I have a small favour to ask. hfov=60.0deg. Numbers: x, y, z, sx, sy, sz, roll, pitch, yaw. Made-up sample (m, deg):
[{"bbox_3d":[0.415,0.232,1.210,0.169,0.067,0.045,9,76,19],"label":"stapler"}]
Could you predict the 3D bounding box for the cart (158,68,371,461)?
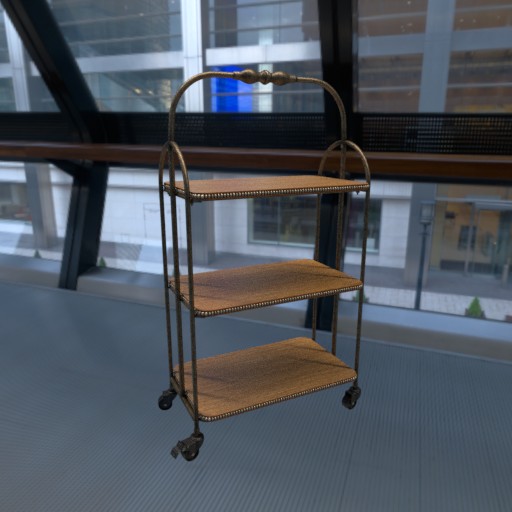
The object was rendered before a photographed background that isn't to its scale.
[{"bbox_3d":[0.000,0.000,1.342,0.650,1.052,0.330,-7,17,-25],"label":"cart"}]
